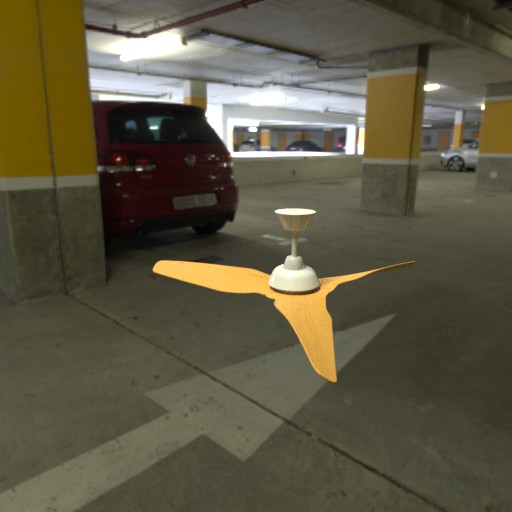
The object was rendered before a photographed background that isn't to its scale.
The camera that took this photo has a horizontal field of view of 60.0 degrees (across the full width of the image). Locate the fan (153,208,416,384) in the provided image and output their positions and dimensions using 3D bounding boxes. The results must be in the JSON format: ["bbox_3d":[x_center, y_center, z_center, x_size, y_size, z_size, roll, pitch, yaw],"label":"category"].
[{"bbox_3d":[0.000,0.000,1.663,1.010,0.355,1.142,7,16,26],"label":"fan"}]
